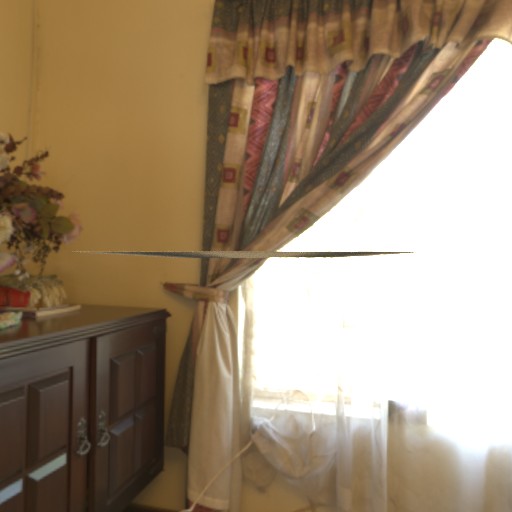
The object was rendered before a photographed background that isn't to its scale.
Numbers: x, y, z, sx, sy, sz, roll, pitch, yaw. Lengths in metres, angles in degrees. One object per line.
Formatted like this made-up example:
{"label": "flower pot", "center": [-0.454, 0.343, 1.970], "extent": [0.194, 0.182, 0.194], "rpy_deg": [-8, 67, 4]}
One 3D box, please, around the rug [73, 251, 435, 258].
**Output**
{"label": "rug", "center": [0.000, 0.000, 3.069], "extent": [1.519, 0.003, 2.453], "rpy_deg": [0, -1, 1]}
